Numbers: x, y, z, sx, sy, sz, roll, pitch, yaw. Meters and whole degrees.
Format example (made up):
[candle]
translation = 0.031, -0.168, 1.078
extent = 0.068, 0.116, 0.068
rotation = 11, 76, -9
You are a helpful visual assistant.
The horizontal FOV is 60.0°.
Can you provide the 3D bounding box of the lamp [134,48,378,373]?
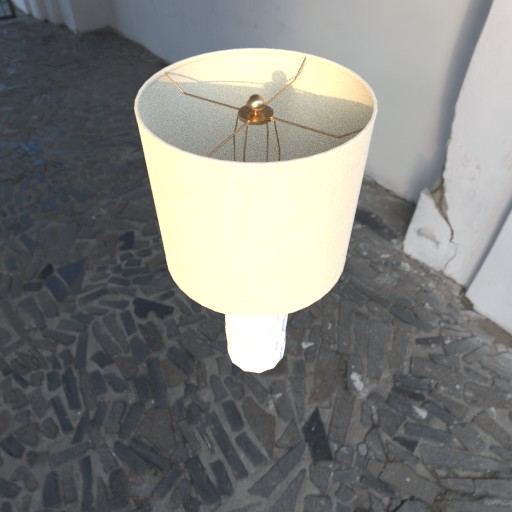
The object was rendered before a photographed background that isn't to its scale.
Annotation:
[lamp]
translation = 0.000, 0.000, 0.706
extent = 0.277, 0.537, 0.277
rotation = -16, 48, -15
